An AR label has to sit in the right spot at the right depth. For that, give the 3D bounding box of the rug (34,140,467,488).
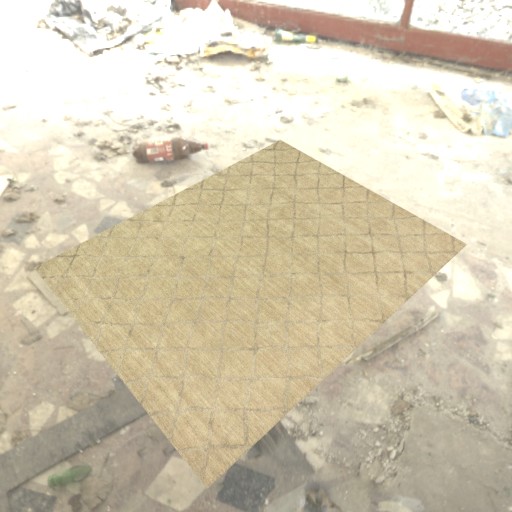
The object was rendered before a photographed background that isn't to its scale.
[{"bbox_3d":[0.000,0.000,3.969,3.038,0.019,2.420,-34,55,-28],"label":"rug"}]
